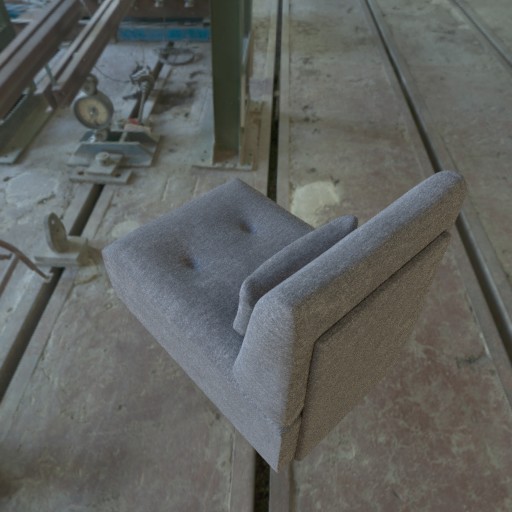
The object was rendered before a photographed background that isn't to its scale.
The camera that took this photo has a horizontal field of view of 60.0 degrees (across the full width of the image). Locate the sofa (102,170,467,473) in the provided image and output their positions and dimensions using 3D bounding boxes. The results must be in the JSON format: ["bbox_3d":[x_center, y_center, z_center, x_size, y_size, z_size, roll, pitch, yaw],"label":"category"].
[{"bbox_3d":[0.000,0.000,1.517,0.700,0.820,1.000,-33,54,-28],"label":"sofa"}]
